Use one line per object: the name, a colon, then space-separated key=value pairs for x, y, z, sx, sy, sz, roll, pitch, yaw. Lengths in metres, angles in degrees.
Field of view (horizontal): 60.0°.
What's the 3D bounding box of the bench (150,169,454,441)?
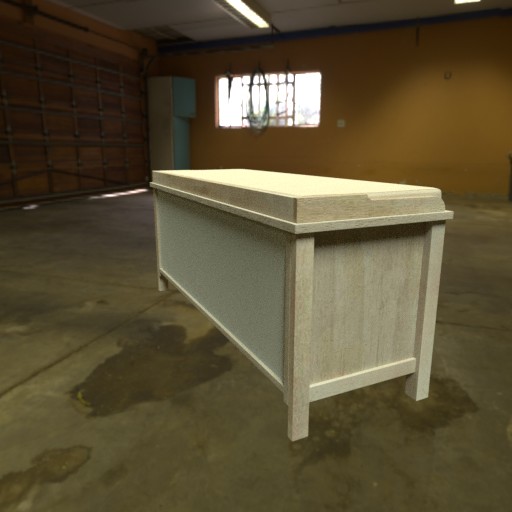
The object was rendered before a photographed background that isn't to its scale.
bench: x=0.000 y=0.000 z=1.421 sx=0.398 sy=0.501 sz=1.140 roll=-7 pitch=15 yaw=-25
